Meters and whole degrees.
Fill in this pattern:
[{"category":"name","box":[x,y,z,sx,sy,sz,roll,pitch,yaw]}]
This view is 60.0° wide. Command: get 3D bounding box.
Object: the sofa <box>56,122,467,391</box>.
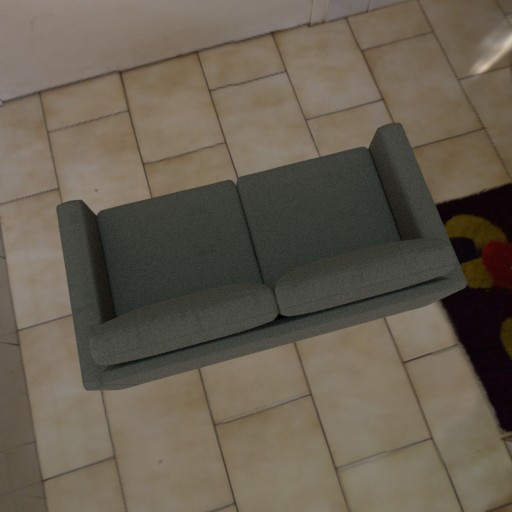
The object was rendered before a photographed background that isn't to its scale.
[{"category":"sofa","box":[0.000,0.000,2.229,1.730,0.897,0.889,-14,74,-4]}]
